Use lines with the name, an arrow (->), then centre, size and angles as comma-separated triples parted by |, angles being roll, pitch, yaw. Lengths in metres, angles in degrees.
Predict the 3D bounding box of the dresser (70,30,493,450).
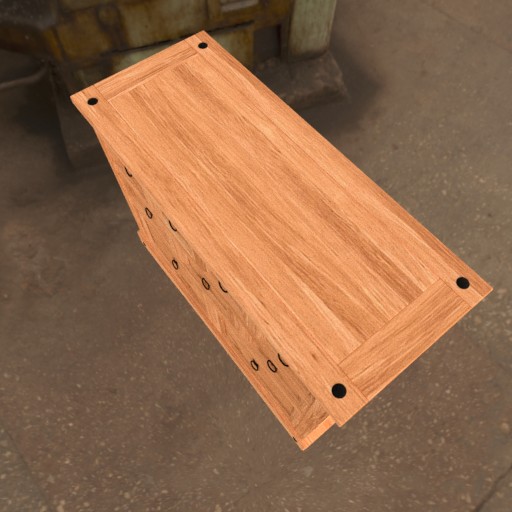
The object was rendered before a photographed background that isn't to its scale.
dresser -> 0.000, 0.000, 1.317 | 0.410, 0.740, 0.990 | -35, 68, -17
